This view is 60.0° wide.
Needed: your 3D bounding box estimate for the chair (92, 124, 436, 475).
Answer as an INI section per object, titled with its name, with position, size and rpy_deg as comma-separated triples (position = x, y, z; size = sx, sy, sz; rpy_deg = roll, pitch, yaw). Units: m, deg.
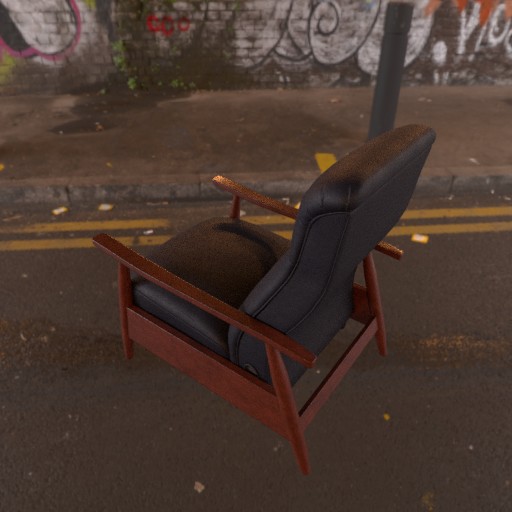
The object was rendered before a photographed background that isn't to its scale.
[chair]
position = 0.000, 0.000, 1.746
size = 1.014, 1.082, 0.762
rpy_deg = 22, 39, 29
